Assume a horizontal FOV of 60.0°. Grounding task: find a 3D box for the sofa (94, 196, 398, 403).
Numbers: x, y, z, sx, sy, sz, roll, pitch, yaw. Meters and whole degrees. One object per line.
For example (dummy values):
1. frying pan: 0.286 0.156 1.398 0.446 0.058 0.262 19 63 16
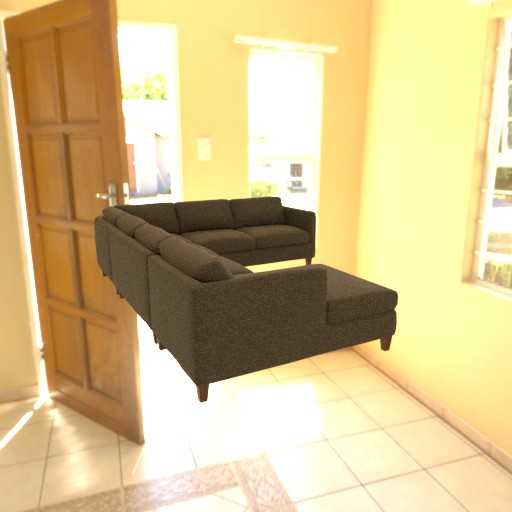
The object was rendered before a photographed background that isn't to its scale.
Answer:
1. sofa: 0.000 0.000 4.384 2.551 0.853 3.238 -7 15 -28
